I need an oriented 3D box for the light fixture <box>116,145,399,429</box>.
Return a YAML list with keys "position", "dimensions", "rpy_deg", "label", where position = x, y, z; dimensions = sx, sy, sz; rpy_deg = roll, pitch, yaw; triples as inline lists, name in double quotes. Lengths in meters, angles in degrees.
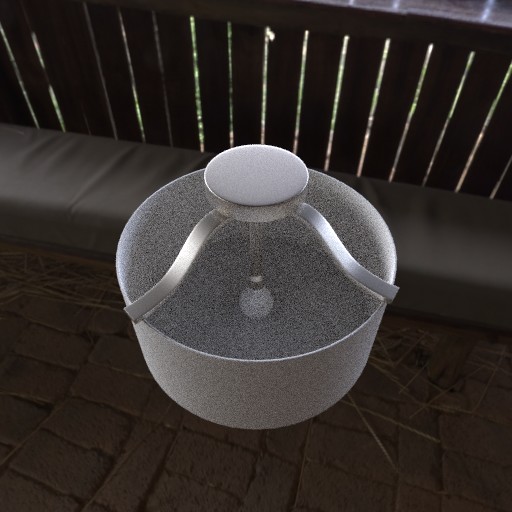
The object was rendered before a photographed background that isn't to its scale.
- position: [0.000, 0.000, 0.648]
  dimensions: [0.395, 0.304, 0.395]
  rpy_deg: [0, 46, 0]
  label: "light fixture"
